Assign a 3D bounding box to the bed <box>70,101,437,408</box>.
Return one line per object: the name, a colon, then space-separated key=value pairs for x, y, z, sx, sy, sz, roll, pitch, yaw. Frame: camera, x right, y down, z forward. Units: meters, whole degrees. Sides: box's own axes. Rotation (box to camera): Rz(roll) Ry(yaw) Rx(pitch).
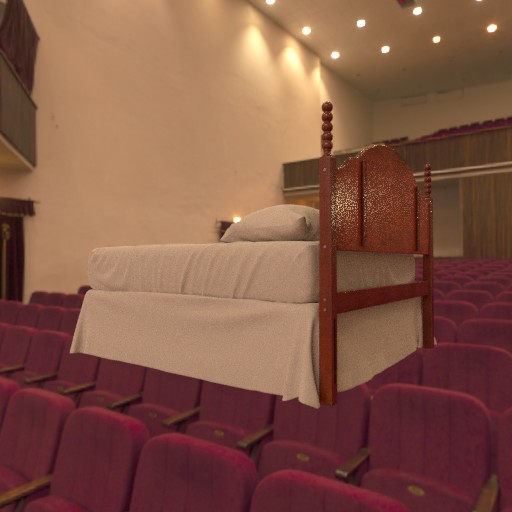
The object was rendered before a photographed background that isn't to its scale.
bed: x=0.000 y=0.000 z=3.206 sx=2.040 sy=1.356 sz=1.873 roll=-1 pitch=-1 yaw=36
